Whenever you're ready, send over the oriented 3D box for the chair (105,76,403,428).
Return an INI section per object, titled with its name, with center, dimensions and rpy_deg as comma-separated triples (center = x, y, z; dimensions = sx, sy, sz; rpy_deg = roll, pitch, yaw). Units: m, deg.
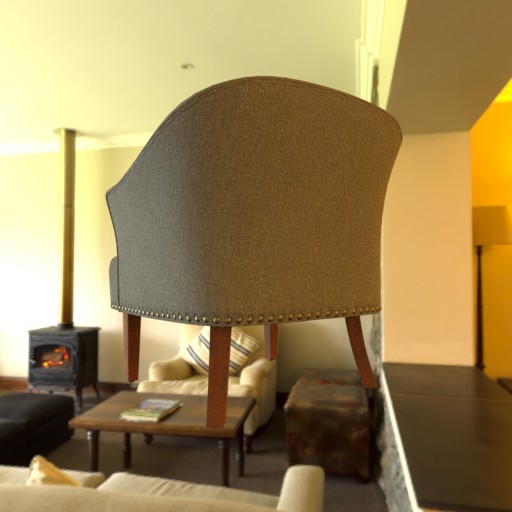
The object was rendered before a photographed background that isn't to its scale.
[chair]
center = 0.000, 0.000, 1.372
dimensions = 0.798, 0.815, 0.704
rpy_deg = 1, -2, -37
